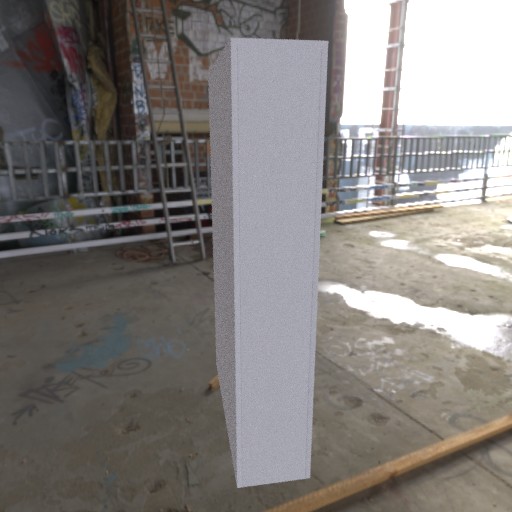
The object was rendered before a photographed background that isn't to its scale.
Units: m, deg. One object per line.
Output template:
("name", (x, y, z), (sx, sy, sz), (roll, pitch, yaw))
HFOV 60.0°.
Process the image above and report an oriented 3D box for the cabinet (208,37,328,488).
("cabinet", (0.000, 0.000, 1.577), (0.250, 1.280, 0.750), (-3, 17, -9))
